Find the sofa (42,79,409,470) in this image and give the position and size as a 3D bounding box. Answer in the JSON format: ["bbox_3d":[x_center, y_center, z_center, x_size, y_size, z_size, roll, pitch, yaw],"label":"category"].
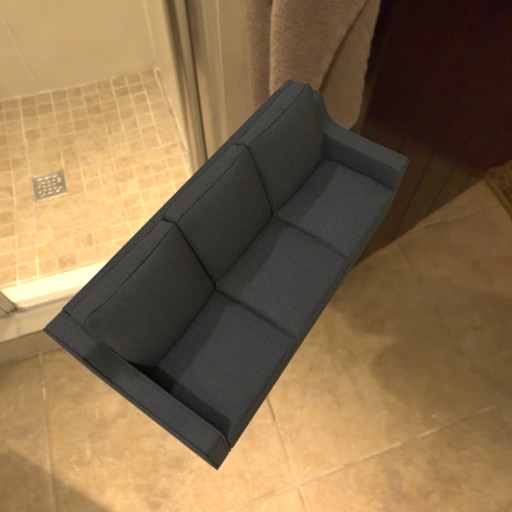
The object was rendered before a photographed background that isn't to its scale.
[{"bbox_3d":[0.000,0.000,2.494,0.911,0.974,1.986,31,64,17],"label":"sofa"}]
